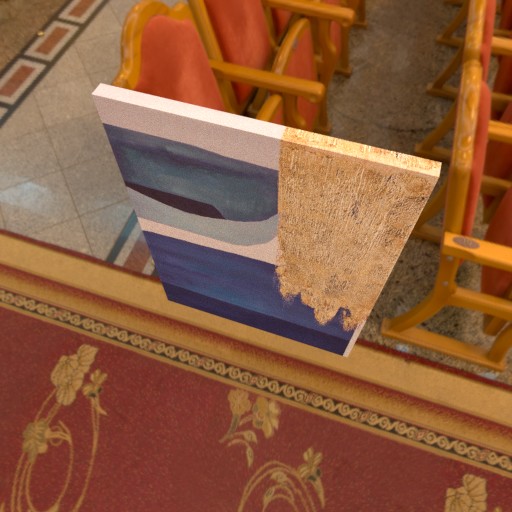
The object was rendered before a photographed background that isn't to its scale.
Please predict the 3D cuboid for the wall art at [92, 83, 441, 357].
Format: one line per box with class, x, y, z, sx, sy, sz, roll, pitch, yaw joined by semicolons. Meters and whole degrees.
wall art;0.000;0.000;0.820;0.458;0.613;0.026;16;59;10
